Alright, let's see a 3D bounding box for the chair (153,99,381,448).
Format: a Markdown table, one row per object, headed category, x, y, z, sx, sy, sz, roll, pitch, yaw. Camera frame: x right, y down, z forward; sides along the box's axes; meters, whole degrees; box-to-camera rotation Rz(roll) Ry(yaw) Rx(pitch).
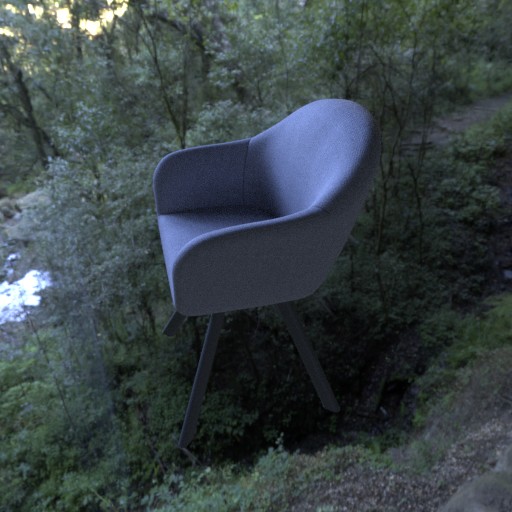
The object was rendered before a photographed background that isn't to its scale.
| category | x | y | z | sx | sy | sz | roll | pitch | yaw |
| --- | --- | --- | --- | --- | --- | --- | --- | --- | --- |
| chair | 0.000 | 0.000 | 1.220 | 0.550 | 0.795 | 0.590 | -8 | 31 | -13 |
